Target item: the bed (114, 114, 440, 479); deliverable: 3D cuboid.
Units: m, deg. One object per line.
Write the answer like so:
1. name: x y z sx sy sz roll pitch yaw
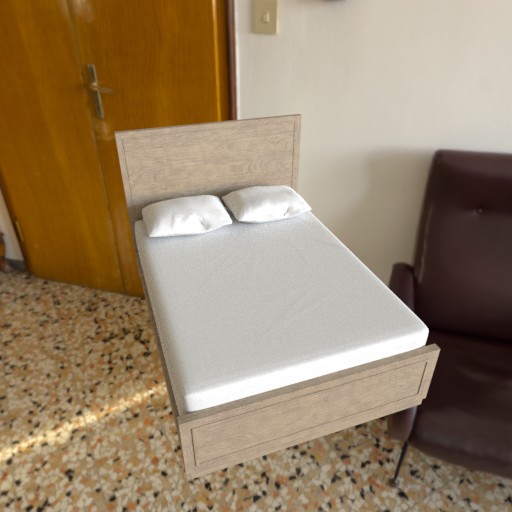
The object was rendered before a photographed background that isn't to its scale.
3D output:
1. bed: 0.000 0.000 3.236 1.606 1.369 2.189 -11 34 -16
